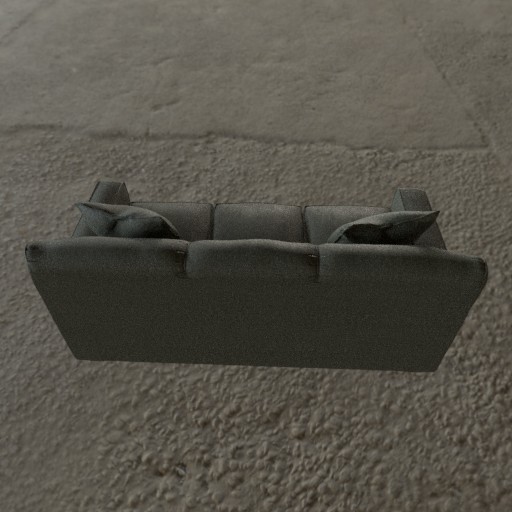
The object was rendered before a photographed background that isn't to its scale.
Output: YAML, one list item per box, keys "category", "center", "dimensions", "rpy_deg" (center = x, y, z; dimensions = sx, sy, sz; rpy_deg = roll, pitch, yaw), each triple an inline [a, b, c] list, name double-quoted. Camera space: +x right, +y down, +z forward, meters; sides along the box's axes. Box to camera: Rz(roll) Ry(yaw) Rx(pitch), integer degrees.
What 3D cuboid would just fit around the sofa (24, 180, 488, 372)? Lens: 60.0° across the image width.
- category: "sofa"
  center: [0.000, 0.000, 2.517]
  dimensions: [2.024, 0.958, 0.997]
  rpy_deg: [2, 46, 2]
